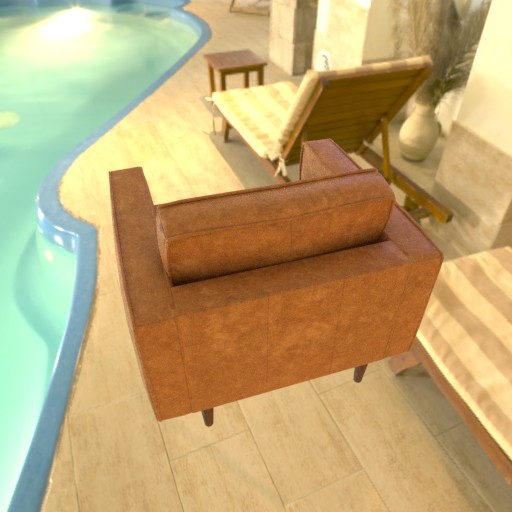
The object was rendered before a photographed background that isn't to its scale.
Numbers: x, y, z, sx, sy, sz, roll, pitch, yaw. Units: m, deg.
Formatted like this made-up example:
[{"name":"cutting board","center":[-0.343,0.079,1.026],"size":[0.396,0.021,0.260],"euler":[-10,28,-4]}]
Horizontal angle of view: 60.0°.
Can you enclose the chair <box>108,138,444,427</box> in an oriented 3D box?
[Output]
[{"name":"chair","center":[0.000,0.000,1.556],"size":[0.928,0.767,0.798],"euler":[-12,42,-13]}]
